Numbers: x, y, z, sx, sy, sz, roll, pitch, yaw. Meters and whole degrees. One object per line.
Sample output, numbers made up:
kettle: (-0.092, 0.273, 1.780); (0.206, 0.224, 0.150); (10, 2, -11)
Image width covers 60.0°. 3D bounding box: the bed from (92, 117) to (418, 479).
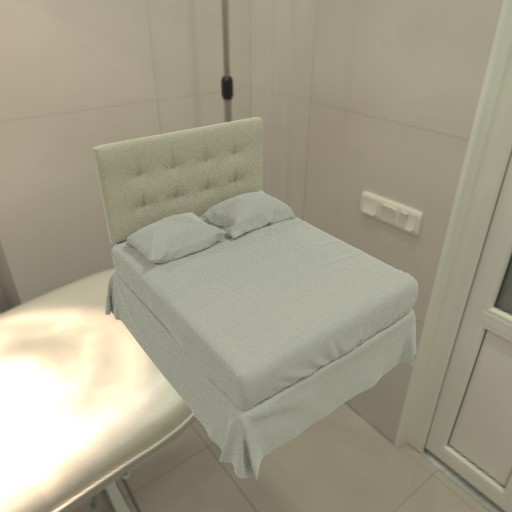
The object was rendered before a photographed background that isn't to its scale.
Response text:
bed: (0.000, 0.000, 3.525); (1.936, 1.577, 2.222); (-21, 37, -31)
